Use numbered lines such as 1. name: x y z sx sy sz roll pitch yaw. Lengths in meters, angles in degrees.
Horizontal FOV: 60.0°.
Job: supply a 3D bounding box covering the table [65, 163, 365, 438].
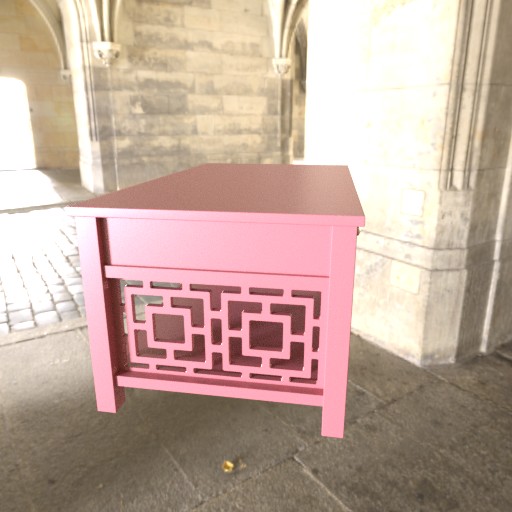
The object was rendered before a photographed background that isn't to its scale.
1. table: 0.000 0.000 1.431 0.612 0.493 1.068 3 17 9
